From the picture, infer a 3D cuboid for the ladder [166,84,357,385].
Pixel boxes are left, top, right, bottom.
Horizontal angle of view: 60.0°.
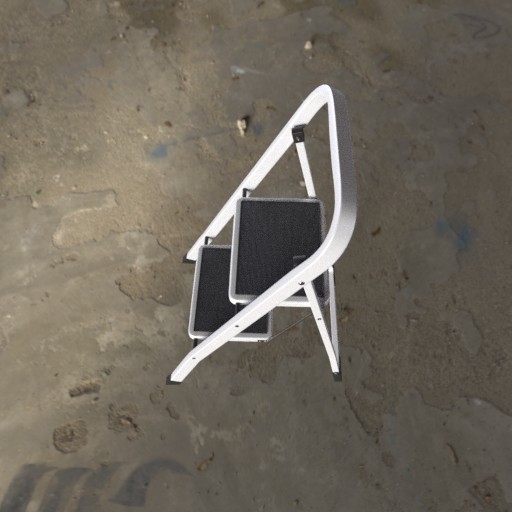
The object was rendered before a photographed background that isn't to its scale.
[{"bbox_3d":[0.000,0.000,1.136,0.544,0.810,0.460,2,59,1],"label":"ladder"}]
